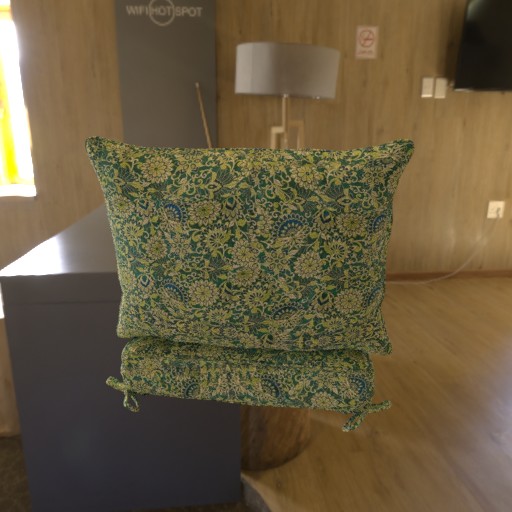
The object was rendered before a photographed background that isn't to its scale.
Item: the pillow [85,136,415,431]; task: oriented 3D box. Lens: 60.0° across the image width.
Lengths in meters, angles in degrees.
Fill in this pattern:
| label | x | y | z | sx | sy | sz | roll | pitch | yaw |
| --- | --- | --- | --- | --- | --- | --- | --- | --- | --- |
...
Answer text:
| label | x | y | z | sx | sy | sz | roll | pitch | yaw |
| --- | --- | --- | --- | --- | --- | --- | --- | --- | --- |
| pillow | 0.000 | 0.000 | 1.377 | 0.798 | 0.722 | 0.740 | 2 | 16 | 8 |
